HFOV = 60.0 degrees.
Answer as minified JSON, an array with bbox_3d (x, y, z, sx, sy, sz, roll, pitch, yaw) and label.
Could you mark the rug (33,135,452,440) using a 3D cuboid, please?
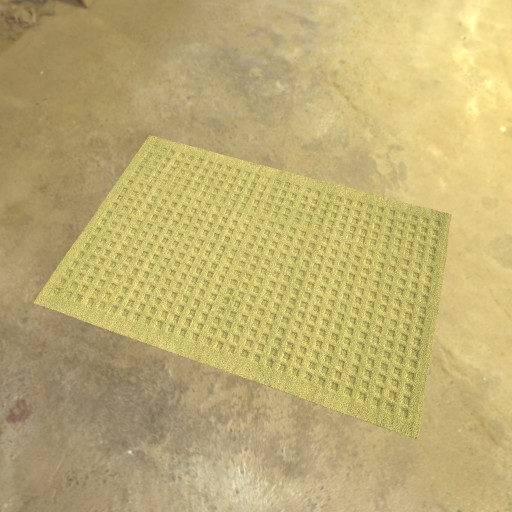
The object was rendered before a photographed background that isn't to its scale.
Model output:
[{"bbox_3d":[0.000,0.000,2.833,2.297,0.007,1.529,17,59,10],"label":"rug"}]
